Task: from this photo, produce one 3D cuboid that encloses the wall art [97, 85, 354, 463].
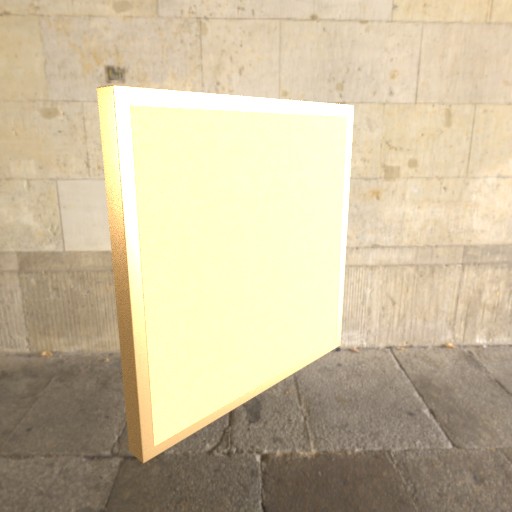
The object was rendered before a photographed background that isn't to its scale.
[{"bbox_3d":[0.000,0.000,0.454,0.023,0.305,0.305,14,21,42],"label":"wall art"}]
